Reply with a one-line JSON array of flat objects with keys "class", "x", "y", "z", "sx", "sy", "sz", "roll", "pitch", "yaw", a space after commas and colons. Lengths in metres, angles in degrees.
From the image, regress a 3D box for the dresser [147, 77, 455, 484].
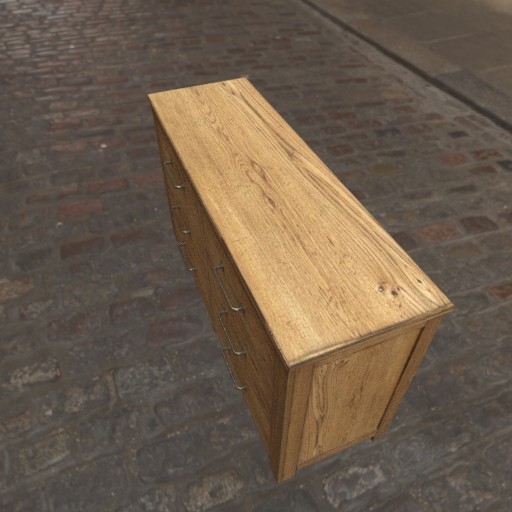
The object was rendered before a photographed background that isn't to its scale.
[{"class": "dresser", "x": 0.000, "y": 0.000, "z": 2.066, "sx": 0.563, "sy": 0.932, "sz": 1.657, "roll": -16, "pitch": 48, "yaw": -15}]
